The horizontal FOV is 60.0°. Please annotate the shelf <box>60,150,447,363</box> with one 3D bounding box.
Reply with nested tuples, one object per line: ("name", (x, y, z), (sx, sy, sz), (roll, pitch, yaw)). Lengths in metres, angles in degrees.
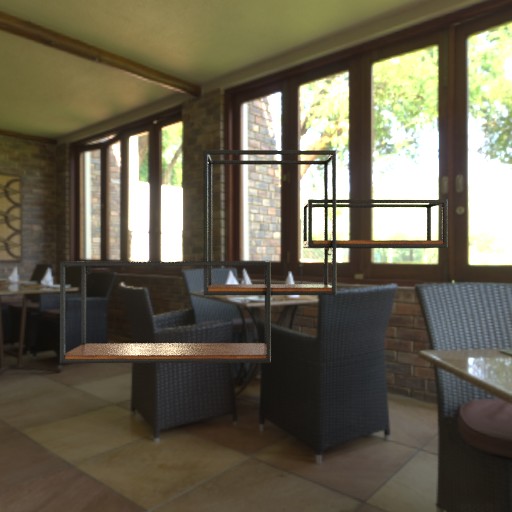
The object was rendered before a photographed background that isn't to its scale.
("shelf", (0.000, 0.000, 2.154), (1.781, 0.972, 0.275), (0, 0, -1))
